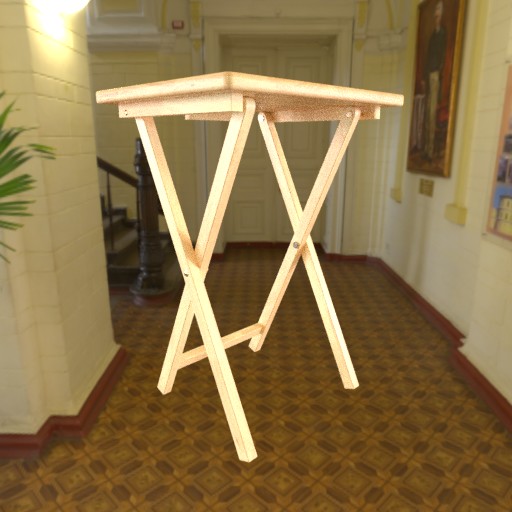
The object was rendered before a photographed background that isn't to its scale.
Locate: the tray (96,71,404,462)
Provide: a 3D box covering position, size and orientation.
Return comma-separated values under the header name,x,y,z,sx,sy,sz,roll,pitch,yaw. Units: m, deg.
name,x,y,z,sx,sy,sz,roll,pitch,yaw
tray,0.000,0.000,0.954,0.381,0.660,0.483,14,21,43
